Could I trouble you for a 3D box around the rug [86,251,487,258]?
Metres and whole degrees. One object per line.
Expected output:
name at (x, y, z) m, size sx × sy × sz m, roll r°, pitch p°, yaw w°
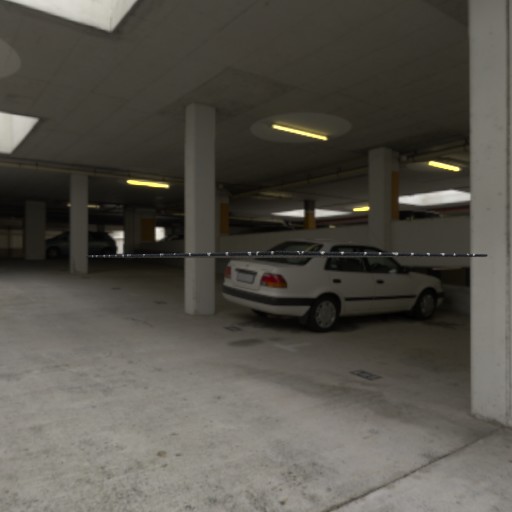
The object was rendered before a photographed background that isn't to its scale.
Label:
rug at (0.000, 0.000, 2.334) m, size 1.223 × 0.013 × 1.830 m, roll 0°, pitch -1°, yaw -37°
